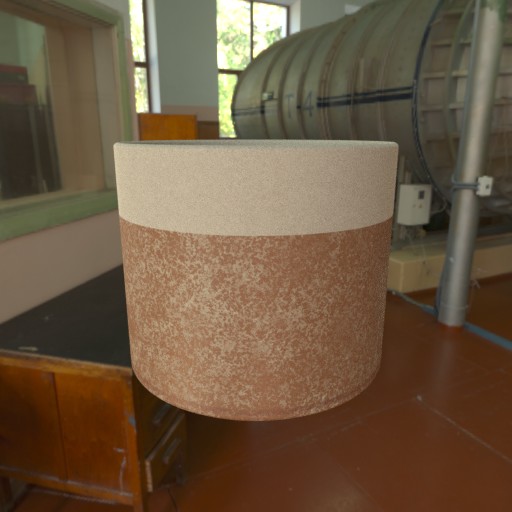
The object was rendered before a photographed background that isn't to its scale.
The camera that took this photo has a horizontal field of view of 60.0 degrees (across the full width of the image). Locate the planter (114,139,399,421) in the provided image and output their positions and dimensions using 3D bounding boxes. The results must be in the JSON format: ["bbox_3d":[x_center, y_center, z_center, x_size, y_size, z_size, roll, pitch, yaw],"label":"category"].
[{"bbox_3d":[0.000,0.000,0.276,0.159,0.138,0.159,0,16,0],"label":"planter"}]
